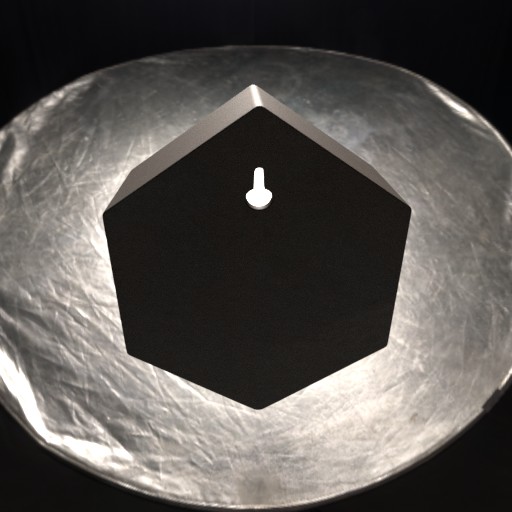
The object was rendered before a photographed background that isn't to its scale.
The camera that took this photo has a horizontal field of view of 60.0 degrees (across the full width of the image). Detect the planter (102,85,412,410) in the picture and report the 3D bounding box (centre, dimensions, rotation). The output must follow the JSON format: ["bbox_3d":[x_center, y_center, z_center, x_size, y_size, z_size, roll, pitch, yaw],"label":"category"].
[{"bbox_3d":[0.000,0.000,0.297,0.169,0.206,0.077,-1,28,-2],"label":"planter"}]
